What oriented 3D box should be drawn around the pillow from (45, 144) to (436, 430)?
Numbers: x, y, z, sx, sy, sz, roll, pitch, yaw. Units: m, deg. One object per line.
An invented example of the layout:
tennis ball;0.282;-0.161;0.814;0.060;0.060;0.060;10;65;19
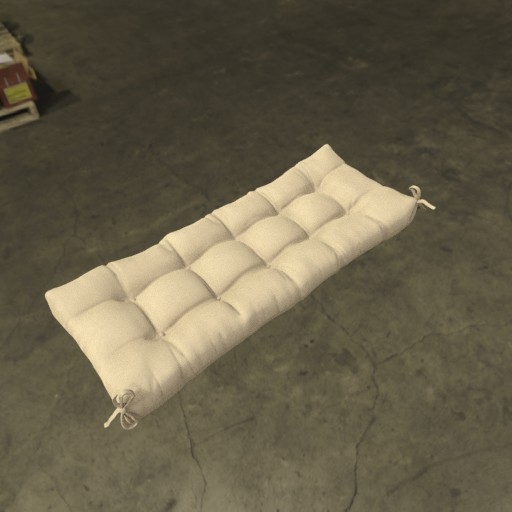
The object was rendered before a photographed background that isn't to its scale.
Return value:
pillow;0.000;0.000;1.346;1.194;0.174;0.511;-32;55;-26
